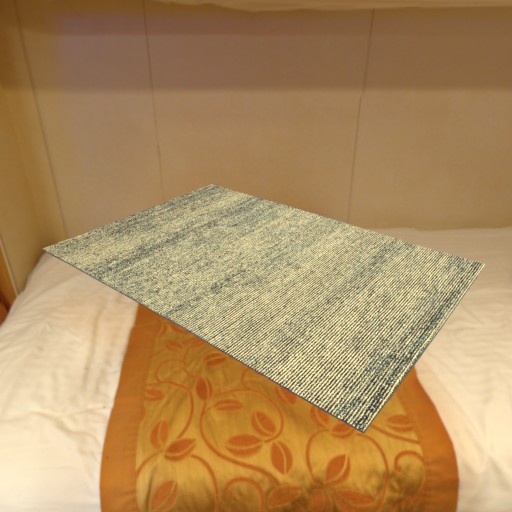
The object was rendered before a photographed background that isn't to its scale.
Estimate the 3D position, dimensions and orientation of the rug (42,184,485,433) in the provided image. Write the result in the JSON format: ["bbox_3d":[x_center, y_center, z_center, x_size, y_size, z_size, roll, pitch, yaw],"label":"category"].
[{"bbox_3d":[0.000,0.000,2.834,2.349,0.030,1.624,21,35,34],"label":"rug"}]
